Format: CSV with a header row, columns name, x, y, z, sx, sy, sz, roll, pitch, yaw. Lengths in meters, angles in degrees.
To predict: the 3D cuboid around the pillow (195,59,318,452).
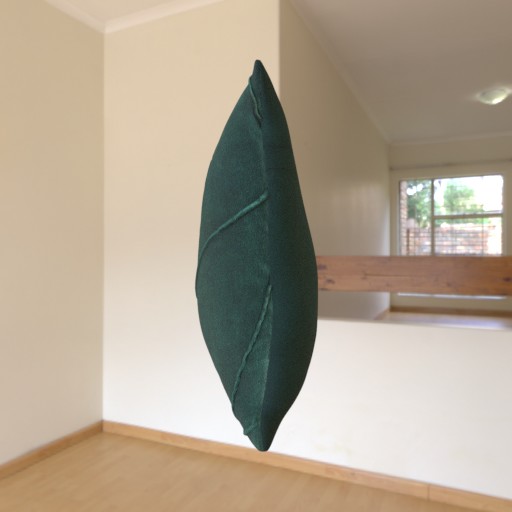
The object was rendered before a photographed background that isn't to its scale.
name,x,y,z,sx,sy,sz,roll,pitch,yaw
pillow,0.000,0.000,0.694,0.184,0.440,0.439,0,0,0
